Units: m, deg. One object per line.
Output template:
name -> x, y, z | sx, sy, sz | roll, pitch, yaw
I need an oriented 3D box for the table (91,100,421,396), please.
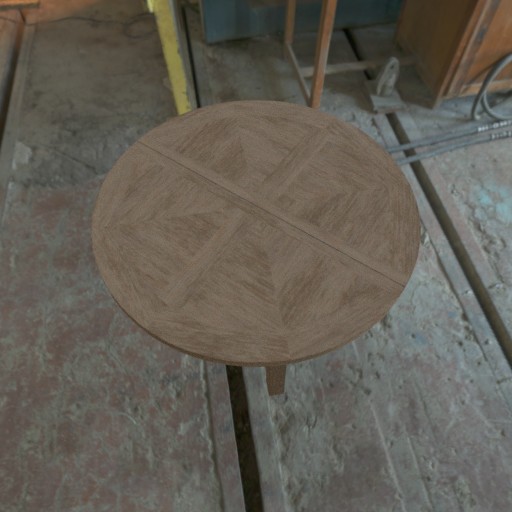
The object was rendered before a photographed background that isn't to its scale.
table -> 0.000, 0.000, 2.127 | 1.319, 0.762, 1.319 | 0, 57, 0
